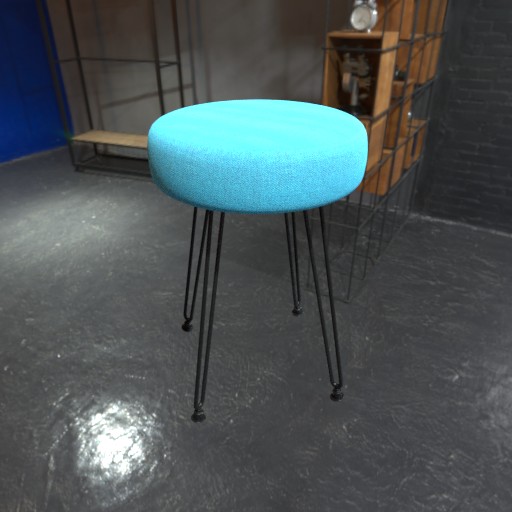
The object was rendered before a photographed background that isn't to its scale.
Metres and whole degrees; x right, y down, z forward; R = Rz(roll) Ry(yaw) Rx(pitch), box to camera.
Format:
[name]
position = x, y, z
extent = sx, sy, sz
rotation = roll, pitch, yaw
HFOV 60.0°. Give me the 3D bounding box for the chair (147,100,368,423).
[chair]
position = 0.000, 0.000, 0.709
extent = 0.350, 0.440, 0.350
rotation = 18, 35, 28
